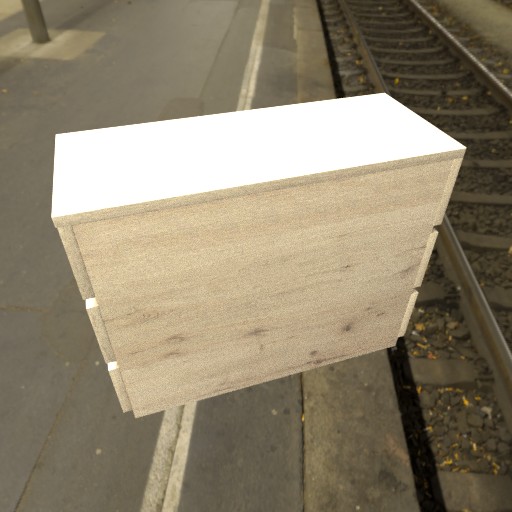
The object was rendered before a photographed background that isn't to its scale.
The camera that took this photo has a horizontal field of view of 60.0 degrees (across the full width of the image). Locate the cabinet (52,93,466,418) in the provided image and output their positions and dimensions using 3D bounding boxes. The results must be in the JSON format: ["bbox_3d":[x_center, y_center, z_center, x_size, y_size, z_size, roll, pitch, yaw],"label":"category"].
[{"bbox_3d":[0.000,0.000,1.472,1.040,0.820,0.420,-12,42,-14],"label":"cabinet"}]
